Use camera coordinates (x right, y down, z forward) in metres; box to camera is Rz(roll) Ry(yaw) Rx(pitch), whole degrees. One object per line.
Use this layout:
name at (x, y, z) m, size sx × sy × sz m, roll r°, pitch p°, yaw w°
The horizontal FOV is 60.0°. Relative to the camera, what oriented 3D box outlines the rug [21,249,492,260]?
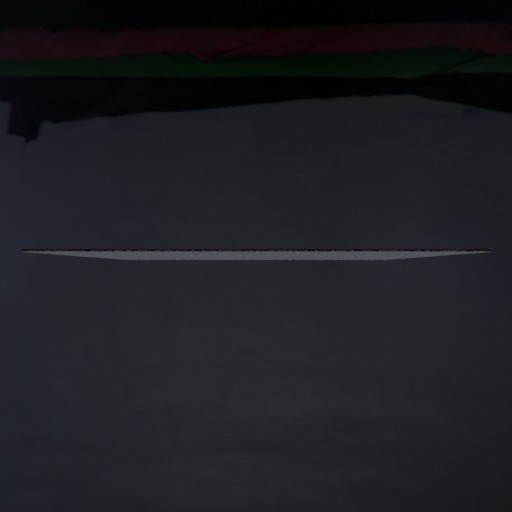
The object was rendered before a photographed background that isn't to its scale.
rug at (0.000, 0.000, 4.236) m, size 3.215 × 0.020 × 2.446 m, roll 0°, pitch -2°, yaw 0°
